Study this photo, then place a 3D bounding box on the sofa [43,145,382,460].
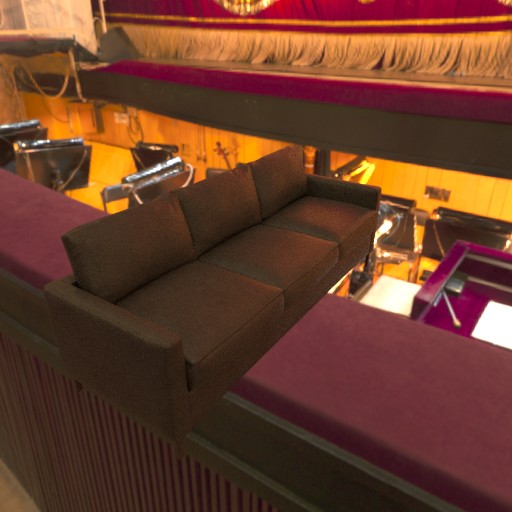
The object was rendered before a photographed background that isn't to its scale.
[{"bbox_3d":[0.000,0.000,2.415,0.748,0.805,2.029,17,32,30],"label":"sofa"}]
